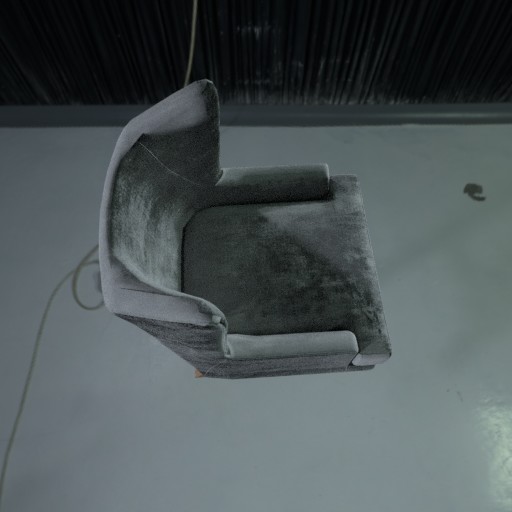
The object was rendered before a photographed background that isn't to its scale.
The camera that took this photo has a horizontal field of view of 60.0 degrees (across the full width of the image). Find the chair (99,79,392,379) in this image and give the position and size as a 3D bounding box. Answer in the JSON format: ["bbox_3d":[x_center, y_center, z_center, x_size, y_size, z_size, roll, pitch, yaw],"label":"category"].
[{"bbox_3d":[0.000,0.000,1.618,0.906,0.950,0.784,-3,65,-2],"label":"chair"}]
